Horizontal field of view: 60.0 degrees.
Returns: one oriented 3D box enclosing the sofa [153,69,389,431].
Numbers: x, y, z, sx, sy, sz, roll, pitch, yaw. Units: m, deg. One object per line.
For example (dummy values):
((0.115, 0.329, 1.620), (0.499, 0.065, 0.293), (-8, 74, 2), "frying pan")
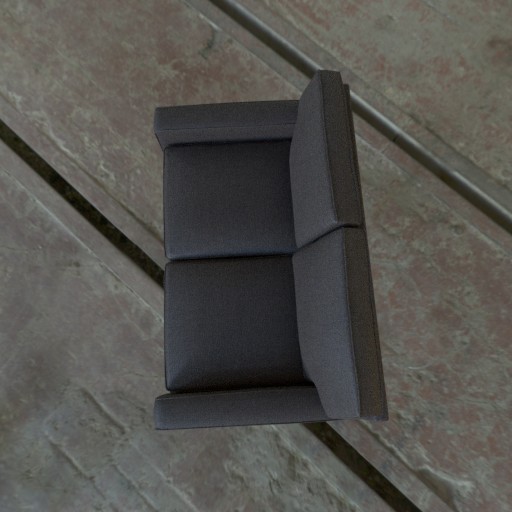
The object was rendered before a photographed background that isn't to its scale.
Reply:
((0.000, 0.000, 2.162), (0.974, 0.887, 1.534), (-3, 76, -1), "sofa")
